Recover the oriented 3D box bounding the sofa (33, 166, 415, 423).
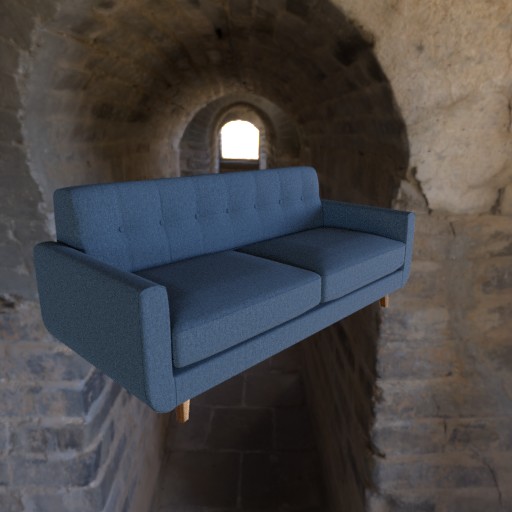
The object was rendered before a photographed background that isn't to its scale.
[{"bbox_3d":[0.000,0.000,2.503,0.942,0.884,2.055,15,21,42],"label":"sofa"}]
